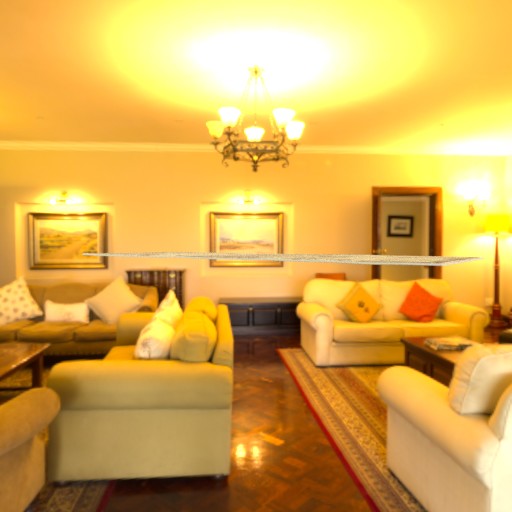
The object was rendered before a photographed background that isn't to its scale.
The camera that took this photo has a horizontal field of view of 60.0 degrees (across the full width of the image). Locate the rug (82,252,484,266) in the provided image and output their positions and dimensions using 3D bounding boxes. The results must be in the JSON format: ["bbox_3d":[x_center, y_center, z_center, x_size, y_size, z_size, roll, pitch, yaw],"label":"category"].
[{"bbox_3d":[0.000,0.000,2.707,2.383,0.018,0.857,1,2,36],"label":"rug"}]
